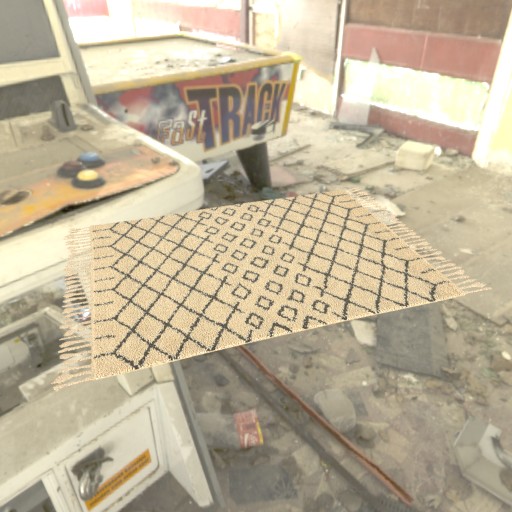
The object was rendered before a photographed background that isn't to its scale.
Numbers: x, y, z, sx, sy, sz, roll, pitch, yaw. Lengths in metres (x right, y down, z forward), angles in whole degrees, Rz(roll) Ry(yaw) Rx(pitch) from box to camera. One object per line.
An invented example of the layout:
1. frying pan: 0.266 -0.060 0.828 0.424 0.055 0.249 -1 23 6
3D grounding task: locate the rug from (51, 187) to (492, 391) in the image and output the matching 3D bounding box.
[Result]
1. rug: 0.000 0.000 3.123 2.615 0.029 1.664 -10 34 -15
